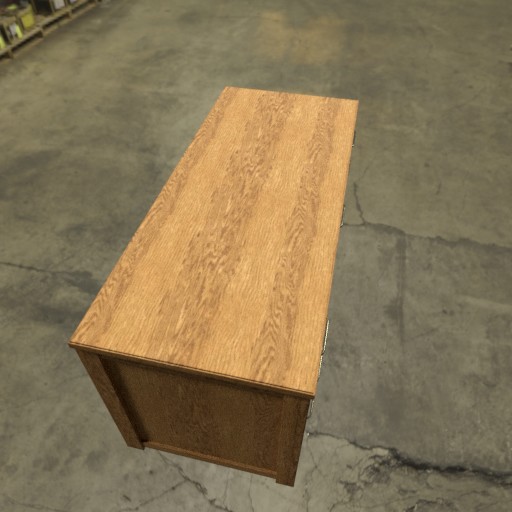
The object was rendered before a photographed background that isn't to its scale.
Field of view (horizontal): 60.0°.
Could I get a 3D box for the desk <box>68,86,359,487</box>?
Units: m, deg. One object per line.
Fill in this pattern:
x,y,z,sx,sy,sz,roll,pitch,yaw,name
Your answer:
0.000,0.000,1.944,0.685,0.751,1.567,9,47,9,desk
